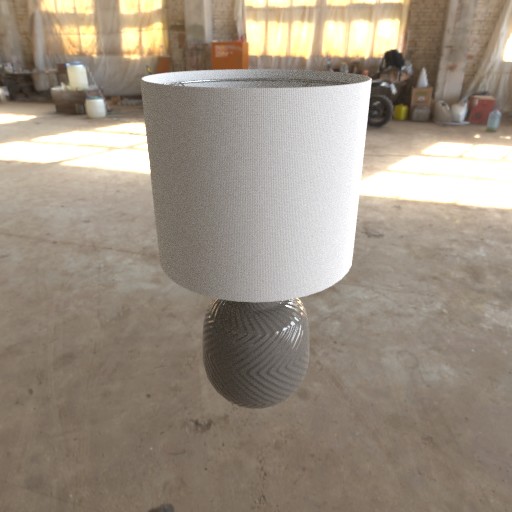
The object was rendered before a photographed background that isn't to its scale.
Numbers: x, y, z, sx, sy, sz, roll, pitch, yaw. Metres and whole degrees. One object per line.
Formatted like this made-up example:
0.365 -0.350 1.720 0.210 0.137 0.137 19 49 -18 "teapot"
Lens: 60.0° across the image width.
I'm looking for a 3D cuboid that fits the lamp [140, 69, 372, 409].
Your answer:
0.000 0.000 0.487 0.207 0.366 0.207 18 32 32 "lamp"
